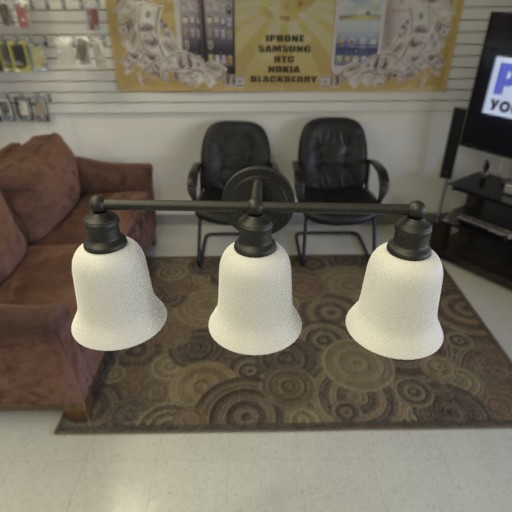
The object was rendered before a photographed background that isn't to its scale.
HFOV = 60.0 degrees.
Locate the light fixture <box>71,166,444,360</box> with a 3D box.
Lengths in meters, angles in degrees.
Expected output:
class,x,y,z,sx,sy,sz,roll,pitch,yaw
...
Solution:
class,x,y,z,sx,sy,sz,roll,pitch,yaw
light fixture,0.000,0.000,0.660,0.570,0.211,0.198,1,30,2
